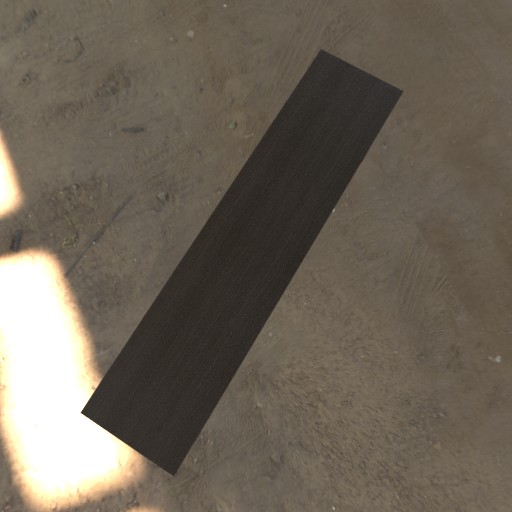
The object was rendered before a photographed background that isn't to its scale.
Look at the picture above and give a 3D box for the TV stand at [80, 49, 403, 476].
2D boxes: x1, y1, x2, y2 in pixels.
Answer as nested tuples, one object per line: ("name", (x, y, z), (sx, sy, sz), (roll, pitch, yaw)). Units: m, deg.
("TV stand", (0.000, 0.000, 2.047), (0.406, 0.610, 1.778), (30, 78, 7))
